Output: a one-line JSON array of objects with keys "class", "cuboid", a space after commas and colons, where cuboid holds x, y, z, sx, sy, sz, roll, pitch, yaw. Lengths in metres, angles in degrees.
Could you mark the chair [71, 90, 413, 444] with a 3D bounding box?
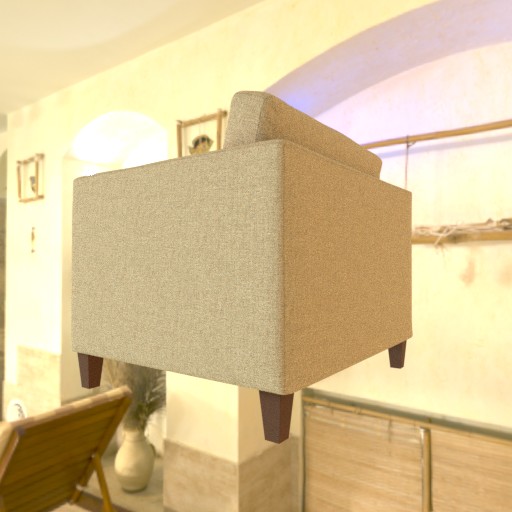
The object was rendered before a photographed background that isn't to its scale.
[{"class": "chair", "cuboid": [0.000, 0.000, 1.787, 0.959, 0.961, 1.107, 0, -1, 36]}]
